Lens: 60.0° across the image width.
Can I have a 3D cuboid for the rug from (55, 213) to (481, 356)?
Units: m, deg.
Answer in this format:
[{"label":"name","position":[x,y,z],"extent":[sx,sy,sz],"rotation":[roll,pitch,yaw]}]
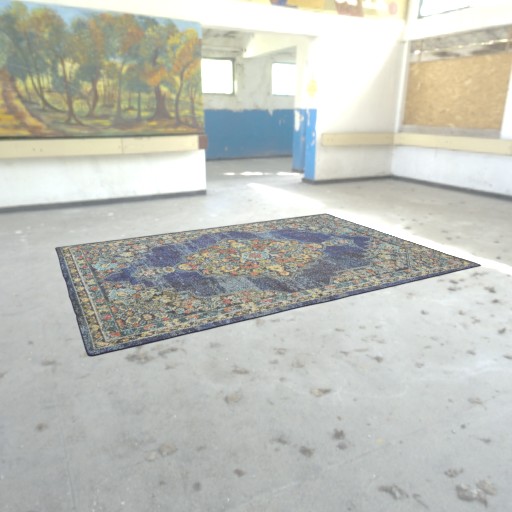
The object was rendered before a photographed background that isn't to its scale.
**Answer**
[{"label":"rug","position":[0.000,0.000,3.687],"extent":[2.940,0.011,2.053],"rotation":[-9,20,-26]}]
